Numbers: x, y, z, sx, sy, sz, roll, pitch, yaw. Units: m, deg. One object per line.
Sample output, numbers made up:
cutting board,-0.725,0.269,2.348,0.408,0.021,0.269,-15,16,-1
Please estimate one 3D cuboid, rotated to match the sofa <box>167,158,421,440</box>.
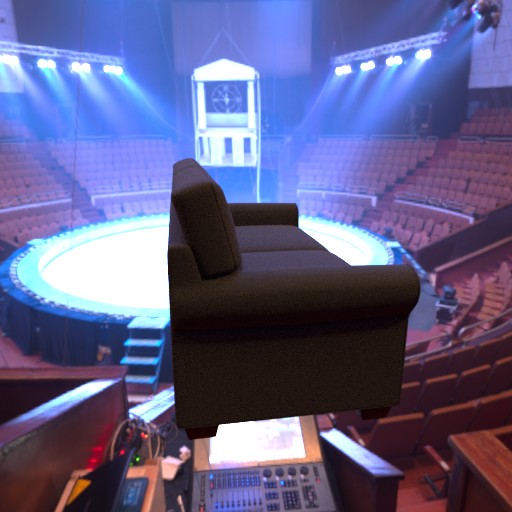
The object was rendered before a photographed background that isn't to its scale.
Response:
sofa,0.000,0.000,2.514,0.940,1.020,1.930,-3,15,-10
